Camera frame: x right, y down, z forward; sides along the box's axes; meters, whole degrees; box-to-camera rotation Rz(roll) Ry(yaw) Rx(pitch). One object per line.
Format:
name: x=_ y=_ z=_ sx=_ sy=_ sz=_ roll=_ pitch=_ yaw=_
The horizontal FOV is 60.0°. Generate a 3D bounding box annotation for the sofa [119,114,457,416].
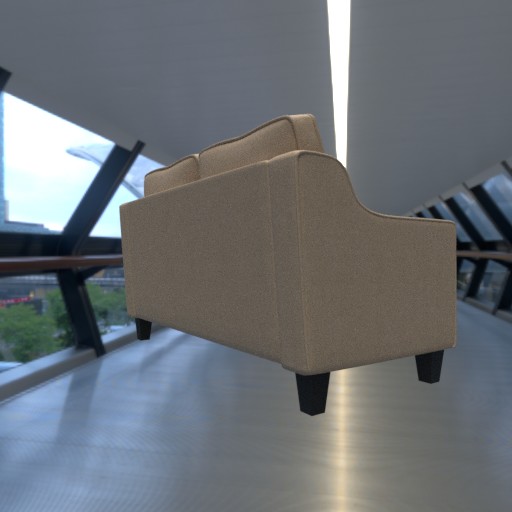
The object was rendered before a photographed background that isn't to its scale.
sofa: x=0.000 y=0.000 z=3.445 sx=1.351 sy=1.562 sz=2.587 roll=0 pitch=0 yaw=-35
